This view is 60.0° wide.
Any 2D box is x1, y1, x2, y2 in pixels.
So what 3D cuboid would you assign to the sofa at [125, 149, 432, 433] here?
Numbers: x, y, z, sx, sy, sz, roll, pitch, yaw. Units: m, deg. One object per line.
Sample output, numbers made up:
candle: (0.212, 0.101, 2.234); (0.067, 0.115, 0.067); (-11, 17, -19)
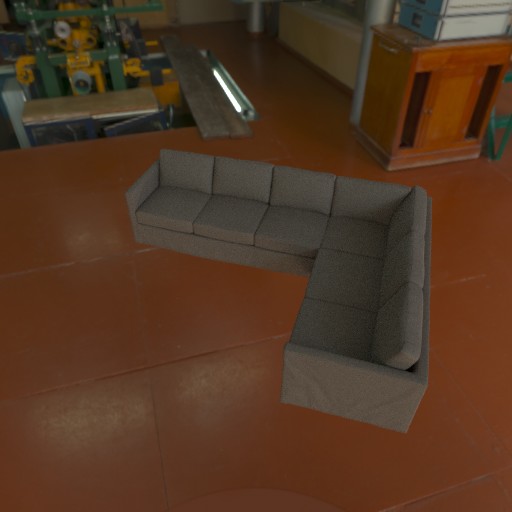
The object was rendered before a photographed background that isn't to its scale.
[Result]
sofa: (0.000, 0.000, 4.362); (3.182, 0.871, 2.432); (12, 42, 13)
